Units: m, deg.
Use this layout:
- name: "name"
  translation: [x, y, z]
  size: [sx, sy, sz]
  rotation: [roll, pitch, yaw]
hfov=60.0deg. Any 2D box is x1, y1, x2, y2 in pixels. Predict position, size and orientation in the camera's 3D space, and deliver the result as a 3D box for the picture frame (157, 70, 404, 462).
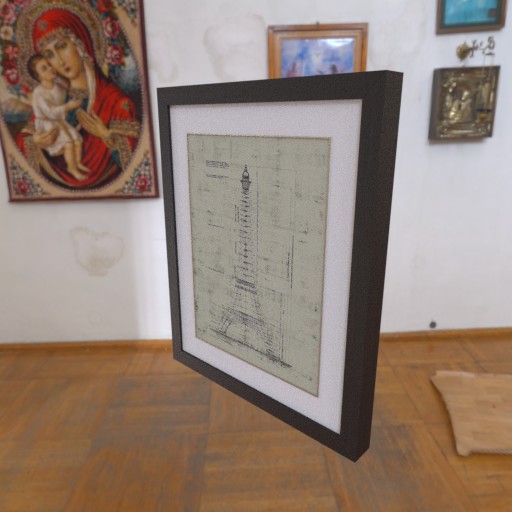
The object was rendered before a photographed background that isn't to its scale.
- name: "picture frame"
  translation: [0.000, 0.000, 0.756]
  size: [0.452, 0.555, 0.044]
  rotation: [15, 23, 41]
